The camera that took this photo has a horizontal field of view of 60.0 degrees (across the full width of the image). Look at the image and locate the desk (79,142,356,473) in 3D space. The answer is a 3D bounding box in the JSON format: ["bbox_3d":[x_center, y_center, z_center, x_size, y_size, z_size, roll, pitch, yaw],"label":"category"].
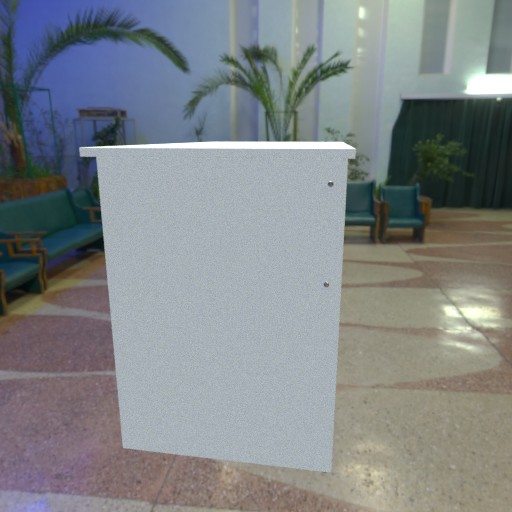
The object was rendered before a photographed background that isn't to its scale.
[{"bbox_3d":[0.000,0.000,1.488,0.560,0.730,1.096,2,15,9],"label":"desk"}]
